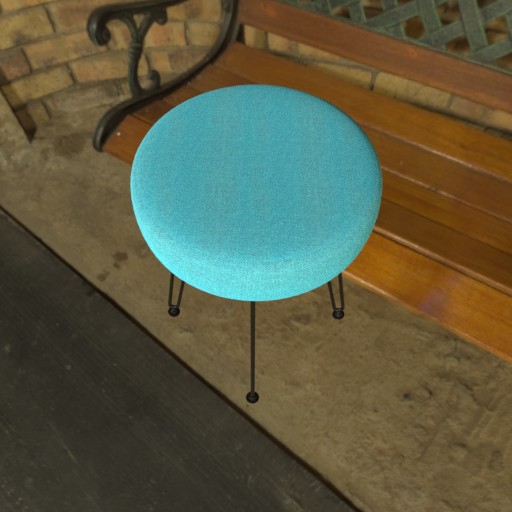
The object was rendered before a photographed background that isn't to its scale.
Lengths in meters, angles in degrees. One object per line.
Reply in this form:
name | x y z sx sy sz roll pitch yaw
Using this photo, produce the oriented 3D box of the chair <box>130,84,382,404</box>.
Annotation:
chair | 0.000 0.000 0.696 0.350 0.440 0.350 1 58 1
